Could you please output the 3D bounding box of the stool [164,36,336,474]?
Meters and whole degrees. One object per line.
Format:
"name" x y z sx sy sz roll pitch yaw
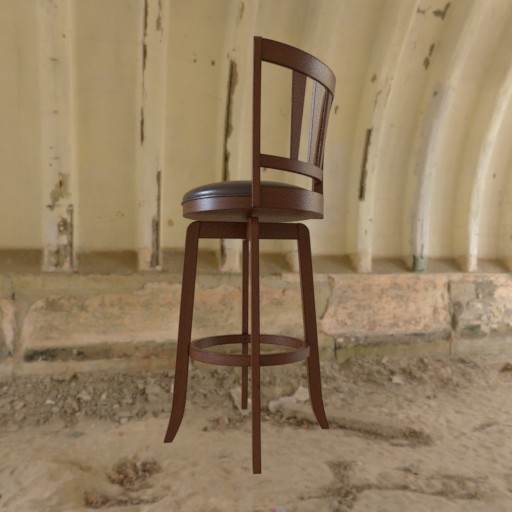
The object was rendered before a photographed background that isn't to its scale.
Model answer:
"stool" 0.000 0.000 1.456 0.503 1.177 0.464 -1 -1 36
